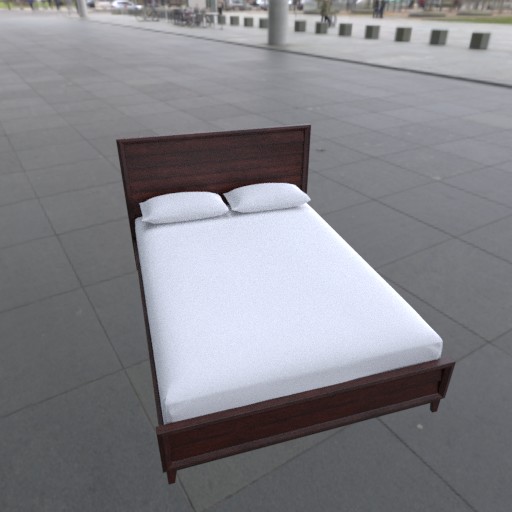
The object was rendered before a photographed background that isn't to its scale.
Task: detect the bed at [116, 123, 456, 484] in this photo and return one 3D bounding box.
[{"bbox_3d":[0.000,0.000,3.839,2.040,1.492,2.803,-9,31,-15],"label":"bed"}]
